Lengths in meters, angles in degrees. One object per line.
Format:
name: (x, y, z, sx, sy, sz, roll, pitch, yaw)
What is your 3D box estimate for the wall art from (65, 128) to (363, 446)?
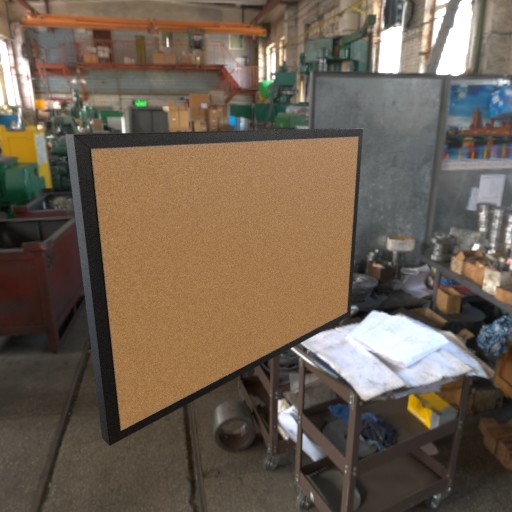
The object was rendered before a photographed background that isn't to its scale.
wall art: (0.000, 0.000, 0.839, 0.027, 0.458, 0.657, 16, 23, 42)
